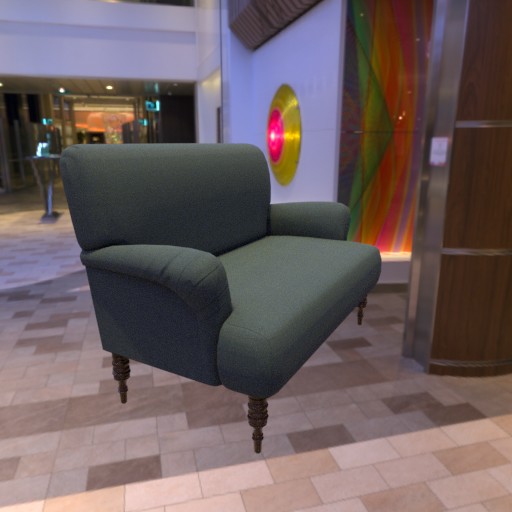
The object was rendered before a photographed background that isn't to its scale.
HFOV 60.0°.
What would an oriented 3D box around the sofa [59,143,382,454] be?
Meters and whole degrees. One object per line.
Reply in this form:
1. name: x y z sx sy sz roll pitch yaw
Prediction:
1. sofa: 0.000 0.000 1.808 0.779 0.889 1.297 8 16 28
